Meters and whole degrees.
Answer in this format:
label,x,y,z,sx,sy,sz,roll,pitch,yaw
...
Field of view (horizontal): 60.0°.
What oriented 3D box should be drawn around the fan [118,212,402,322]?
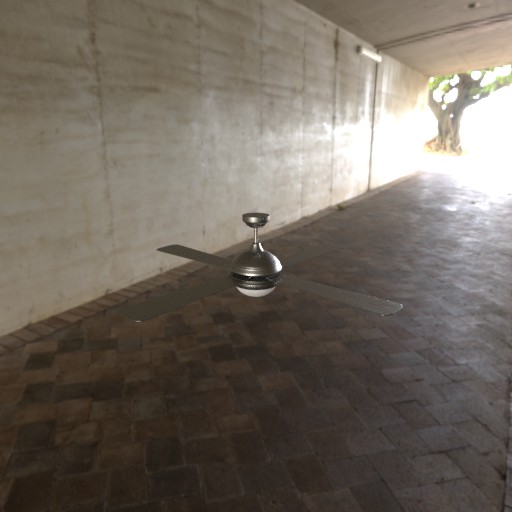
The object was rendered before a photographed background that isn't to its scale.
label,x,y,z,sx,sy,sz,roll,pitch,yaw
fan,0.000,0.000,2.037,1.321,0.381,1.321,-8,18,-26
